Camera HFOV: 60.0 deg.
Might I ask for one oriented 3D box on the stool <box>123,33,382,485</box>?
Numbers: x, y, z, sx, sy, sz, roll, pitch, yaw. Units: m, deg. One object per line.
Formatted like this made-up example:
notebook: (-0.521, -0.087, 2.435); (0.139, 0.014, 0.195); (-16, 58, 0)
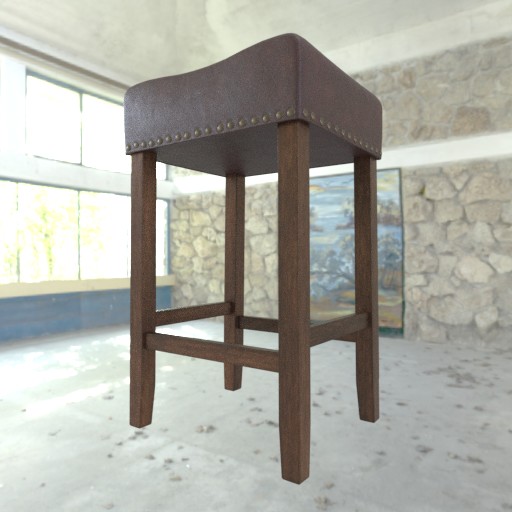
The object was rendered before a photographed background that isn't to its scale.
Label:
stool: (0.000, 0.000, 1.026); (0.465, 0.769, 0.401); (0, 0, 36)
